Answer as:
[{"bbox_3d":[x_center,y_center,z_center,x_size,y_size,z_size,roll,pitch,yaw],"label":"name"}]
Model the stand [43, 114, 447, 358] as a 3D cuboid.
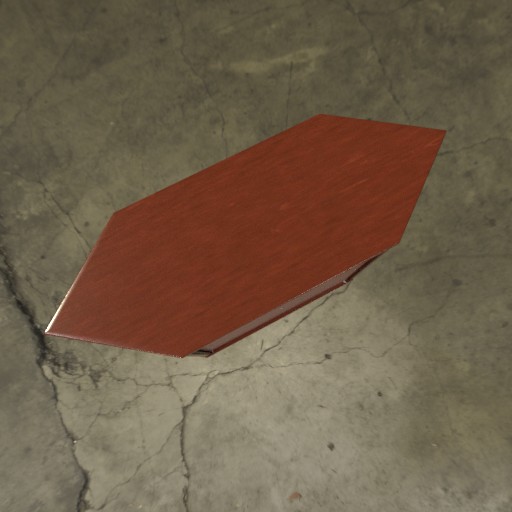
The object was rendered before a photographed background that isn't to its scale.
[{"bbox_3d":[0.000,0.000,1.342,1.072,0.614,0.381,-27,79,-6],"label":"stand"}]
